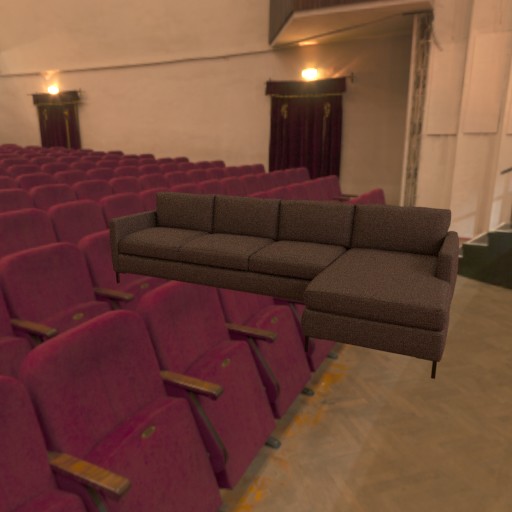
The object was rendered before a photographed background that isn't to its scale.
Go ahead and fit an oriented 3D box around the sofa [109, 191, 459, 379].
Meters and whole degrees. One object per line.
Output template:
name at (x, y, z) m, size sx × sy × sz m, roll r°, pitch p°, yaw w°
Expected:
sofa at (0.000, 0.000, 3.896) m, size 3.221 × 0.892 × 1.483 m, roll 7°, pitch 16°, yaw 25°
